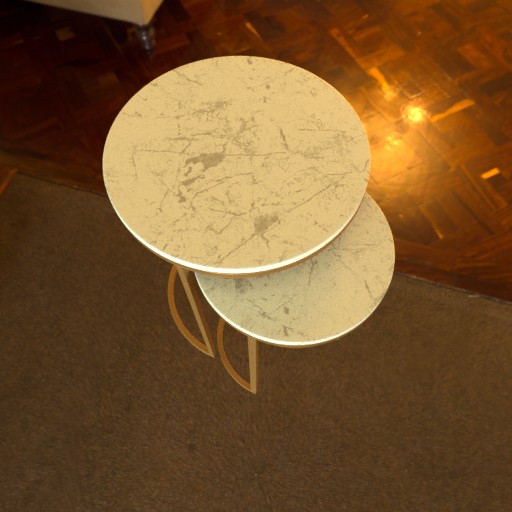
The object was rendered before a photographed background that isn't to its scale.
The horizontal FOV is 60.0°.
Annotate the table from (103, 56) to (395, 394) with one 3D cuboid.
[{"bbox_3d":[0.000,0.000,0.894,0.400,0.550,0.507,-30,67,-14],"label":"table"}]
